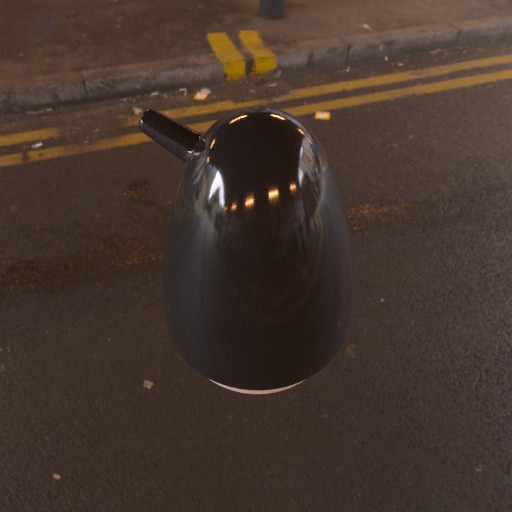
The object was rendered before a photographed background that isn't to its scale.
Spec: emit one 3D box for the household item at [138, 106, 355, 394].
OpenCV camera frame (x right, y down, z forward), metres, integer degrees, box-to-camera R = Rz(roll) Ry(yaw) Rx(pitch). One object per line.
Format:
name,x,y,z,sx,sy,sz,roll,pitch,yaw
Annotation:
household item,0.000,0.000,0.219,0.104,0.152,0.102,16,49,15
